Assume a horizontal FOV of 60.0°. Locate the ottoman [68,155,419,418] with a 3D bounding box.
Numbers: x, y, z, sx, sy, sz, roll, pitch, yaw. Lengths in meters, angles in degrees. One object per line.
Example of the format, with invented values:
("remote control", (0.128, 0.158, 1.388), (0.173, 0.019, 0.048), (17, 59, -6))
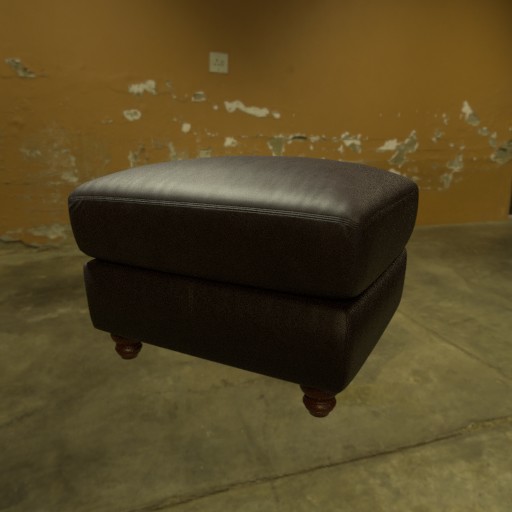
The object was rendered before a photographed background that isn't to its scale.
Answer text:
("ottoman", (0.000, 0.000, 1.297), (0.806, 0.569, 0.670), (8, 16, 27))
